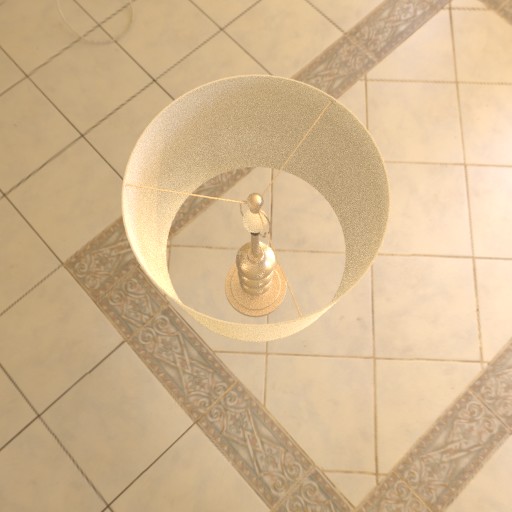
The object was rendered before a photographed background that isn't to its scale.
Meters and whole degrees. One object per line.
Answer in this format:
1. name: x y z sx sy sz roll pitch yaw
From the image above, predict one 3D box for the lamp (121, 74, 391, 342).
1. lamp: 0.000 0.000 0.713 0.277 0.538 0.277 37 79 9
